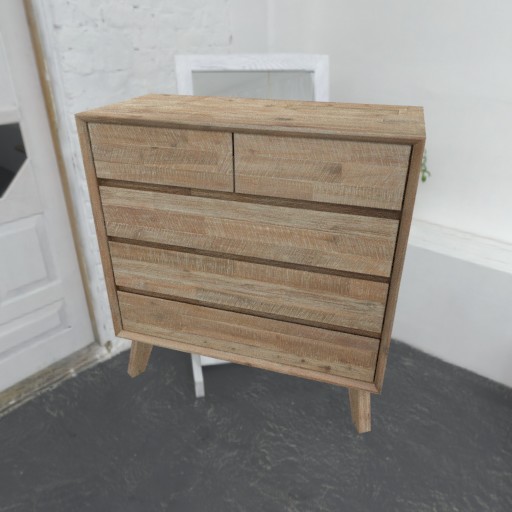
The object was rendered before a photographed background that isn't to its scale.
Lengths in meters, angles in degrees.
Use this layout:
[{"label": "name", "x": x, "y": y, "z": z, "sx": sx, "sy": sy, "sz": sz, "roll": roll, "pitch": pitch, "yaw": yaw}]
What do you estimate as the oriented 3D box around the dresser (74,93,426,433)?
[{"label": "dresser", "x": 0.000, "y": 0.000, "z": 1.623, "sx": 0.998, "sy": 1.029, "sz": 0.455, "roll": 8, "pitch": 29, "yaw": 16}]
